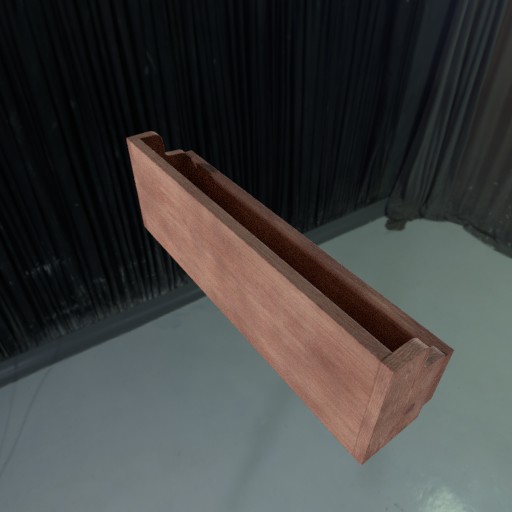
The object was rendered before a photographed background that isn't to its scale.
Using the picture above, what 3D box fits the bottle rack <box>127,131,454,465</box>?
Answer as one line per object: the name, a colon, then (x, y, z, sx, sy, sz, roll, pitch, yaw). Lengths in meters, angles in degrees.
bottle rack: (0.000, 0.000, 0.696, 0.126, 0.196, 0.608, -26, 47, -27)
